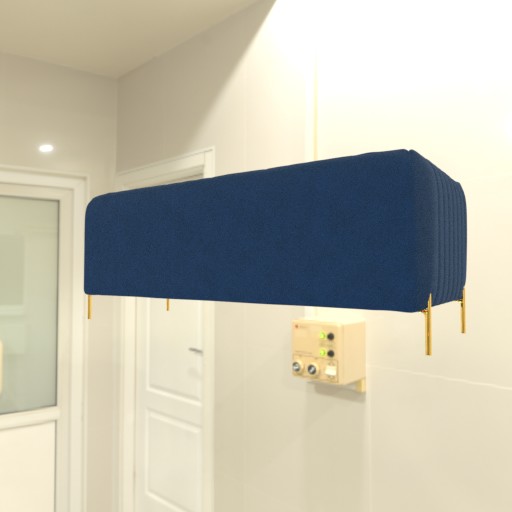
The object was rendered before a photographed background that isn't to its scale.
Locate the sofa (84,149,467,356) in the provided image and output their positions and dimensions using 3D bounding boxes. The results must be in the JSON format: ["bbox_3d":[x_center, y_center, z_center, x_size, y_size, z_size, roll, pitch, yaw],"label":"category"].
[{"bbox_3d":[0.000,0.000,2.569,2.136,0.793,0.896,-1,-2,35],"label":"sofa"}]
